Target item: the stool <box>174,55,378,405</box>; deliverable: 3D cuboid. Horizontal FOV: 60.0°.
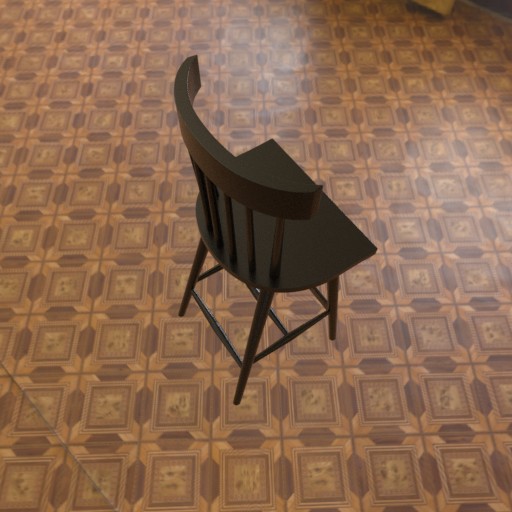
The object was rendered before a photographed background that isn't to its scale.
[{"bbox_3d":[0.000,0.000,1.333,0.483,1.092,0.482,-30,63,-17],"label":"stool"}]
